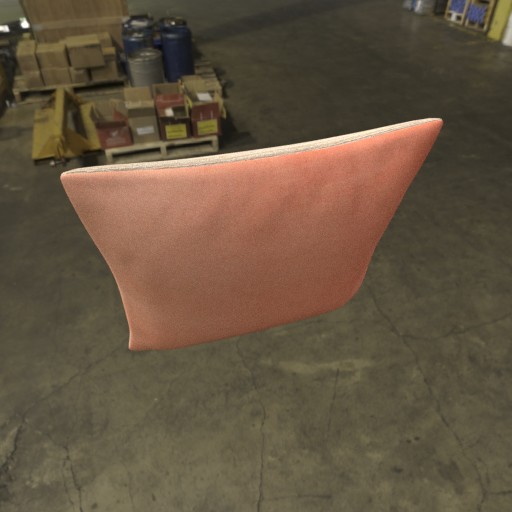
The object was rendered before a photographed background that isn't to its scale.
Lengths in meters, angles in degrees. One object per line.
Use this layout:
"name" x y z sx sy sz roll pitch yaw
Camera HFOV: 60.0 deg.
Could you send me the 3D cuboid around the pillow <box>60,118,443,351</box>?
"pillow" 0.000 0.000 0.636 0.424 0.401 0.177 -12 42 -13
